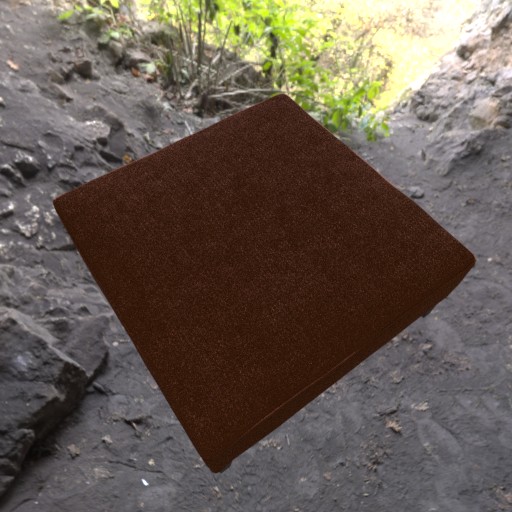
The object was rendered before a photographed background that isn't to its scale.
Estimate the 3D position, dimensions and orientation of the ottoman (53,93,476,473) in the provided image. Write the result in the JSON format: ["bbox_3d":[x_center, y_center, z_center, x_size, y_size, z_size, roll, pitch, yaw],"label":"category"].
[{"bbox_3d":[0.000,0.000,1.551,0.999,0.438,0.997,-31,62,-18],"label":"ottoman"}]
